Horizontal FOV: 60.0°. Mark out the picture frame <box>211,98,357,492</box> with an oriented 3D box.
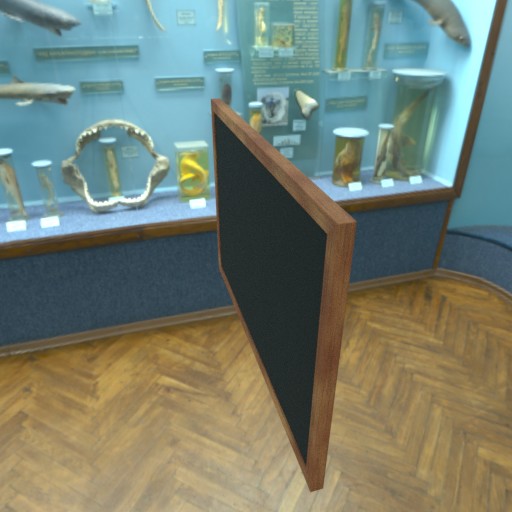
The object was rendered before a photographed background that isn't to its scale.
[{"bbox_3d":[0.000,0.000,1.190,0.029,0.640,0.950,-8,31,-14],"label":"picture frame"}]
